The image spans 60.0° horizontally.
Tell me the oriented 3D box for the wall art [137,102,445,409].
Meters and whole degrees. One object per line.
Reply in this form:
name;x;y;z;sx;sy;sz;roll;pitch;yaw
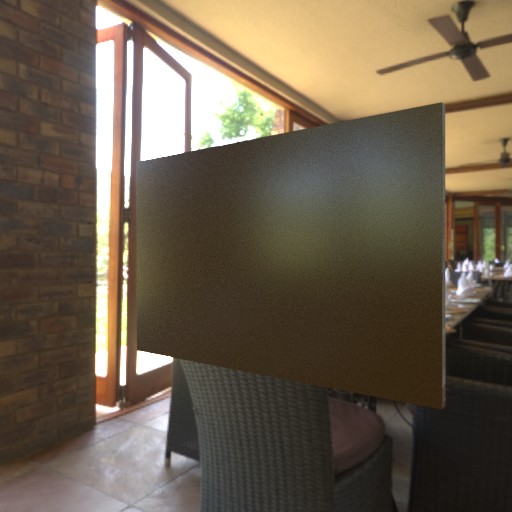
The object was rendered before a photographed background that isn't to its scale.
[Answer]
wall art;0.000;0.000;1.164;0.932;0.610;0.027;0;0;36
